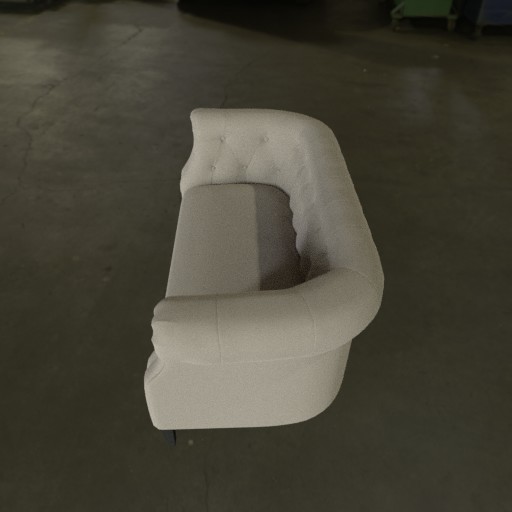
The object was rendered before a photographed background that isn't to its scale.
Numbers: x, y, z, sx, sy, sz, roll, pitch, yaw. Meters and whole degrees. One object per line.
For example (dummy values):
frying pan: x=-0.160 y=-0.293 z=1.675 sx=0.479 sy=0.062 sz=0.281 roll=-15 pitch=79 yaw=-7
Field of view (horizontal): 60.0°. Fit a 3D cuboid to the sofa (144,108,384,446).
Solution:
sofa: x=0.000 y=0.000 z=2.049 sx=0.835 sy=0.827 sz=1.558 roll=-1 pitch=41 yaw=-1
